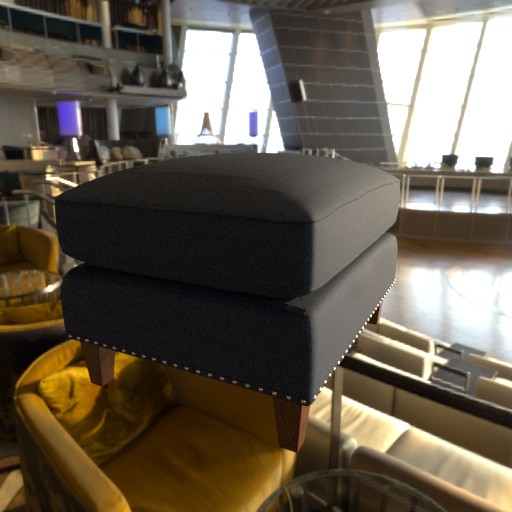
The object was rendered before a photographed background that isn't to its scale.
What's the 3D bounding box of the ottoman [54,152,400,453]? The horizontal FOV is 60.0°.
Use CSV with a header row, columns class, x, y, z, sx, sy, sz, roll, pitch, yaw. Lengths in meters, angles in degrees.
class,x,y,z,sx,sy,sz,roll,pitch,yaw
ottoman,0.000,0.000,1.133,0.584,0.513,0.741,8,17,26
